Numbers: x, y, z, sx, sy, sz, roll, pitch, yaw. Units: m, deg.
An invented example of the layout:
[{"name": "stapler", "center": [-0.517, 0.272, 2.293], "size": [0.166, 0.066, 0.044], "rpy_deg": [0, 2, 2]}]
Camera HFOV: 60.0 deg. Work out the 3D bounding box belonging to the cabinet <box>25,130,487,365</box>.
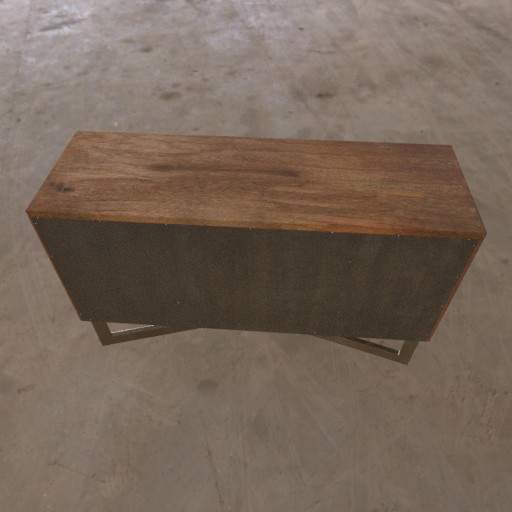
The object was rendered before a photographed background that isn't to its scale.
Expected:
[{"name": "cabinet", "center": [0.000, 0.000, 1.774], "size": [1.373, 0.812, 0.480], "rpy_deg": [3, 47, 3]}]
